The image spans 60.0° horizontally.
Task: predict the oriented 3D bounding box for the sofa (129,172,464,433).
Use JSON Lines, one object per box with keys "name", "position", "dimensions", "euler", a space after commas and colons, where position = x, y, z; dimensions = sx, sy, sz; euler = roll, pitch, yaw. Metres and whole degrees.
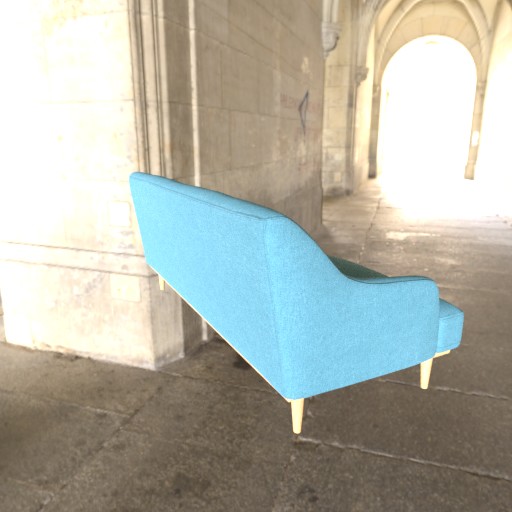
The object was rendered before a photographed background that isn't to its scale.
{"name": "sofa", "position": [0.000, 0.000, 2.519], "dimensions": [0.978, 0.871, 2.057], "euler": [-8, 17, -26]}
